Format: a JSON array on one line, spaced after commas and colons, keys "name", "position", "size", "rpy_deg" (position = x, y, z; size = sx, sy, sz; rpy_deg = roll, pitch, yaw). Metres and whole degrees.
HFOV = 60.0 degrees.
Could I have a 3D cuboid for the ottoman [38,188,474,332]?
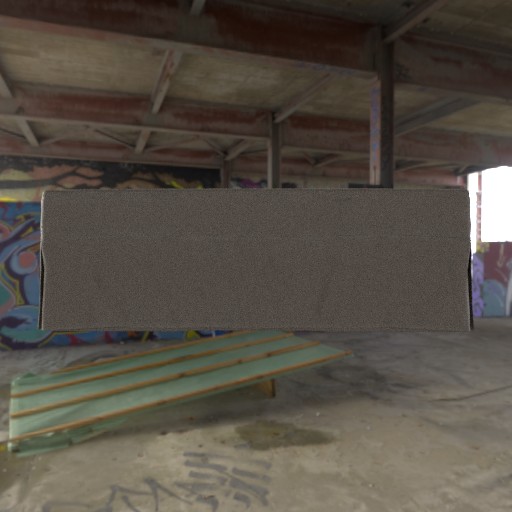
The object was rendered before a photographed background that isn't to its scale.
[{"name": "ottoman", "position": [0.000, 0.000, 1.675], "size": [1.388, 0.457, 0.665], "rpy_deg": [0, 1, 1]}]
